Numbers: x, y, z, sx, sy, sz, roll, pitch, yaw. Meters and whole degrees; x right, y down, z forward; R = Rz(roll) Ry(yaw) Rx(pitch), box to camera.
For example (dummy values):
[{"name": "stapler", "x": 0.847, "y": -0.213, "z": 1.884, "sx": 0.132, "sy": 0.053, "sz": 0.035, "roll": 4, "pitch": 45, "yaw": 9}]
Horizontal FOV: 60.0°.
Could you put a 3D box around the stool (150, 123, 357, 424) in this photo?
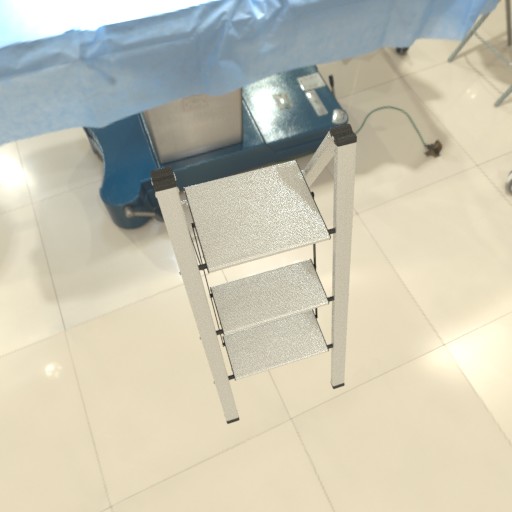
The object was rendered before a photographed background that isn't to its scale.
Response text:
[{"name": "stool", "x": 0.000, "y": 0.000, "z": 1.310, "sx": 0.441, "sy": 0.902, "sz": 0.730, "roll": -15, "pitch": 63, "yaw": -8}]
